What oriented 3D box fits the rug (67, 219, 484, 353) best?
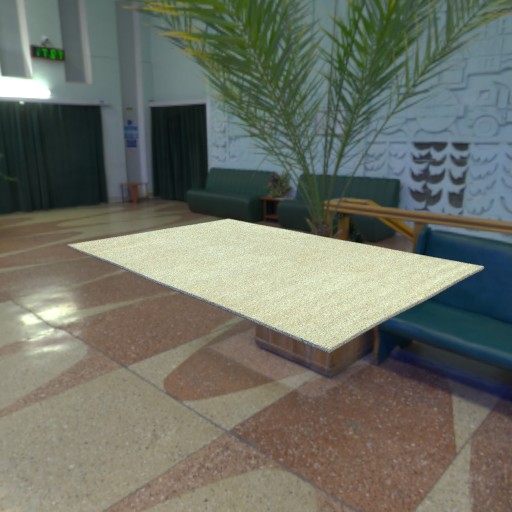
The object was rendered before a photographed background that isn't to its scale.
[{"bbox_3d":[0.000,0.000,3.407,1.800,0.025,2.699,-14,20,-43],"label":"rug"}]
